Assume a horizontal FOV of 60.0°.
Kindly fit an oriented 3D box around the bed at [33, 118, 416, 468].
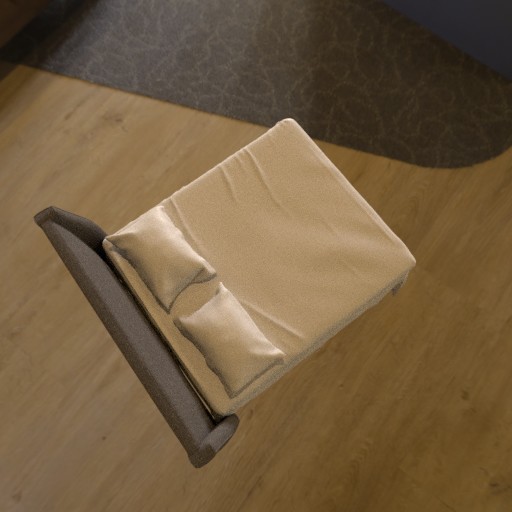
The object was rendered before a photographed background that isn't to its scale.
[{"bbox_3d":[0.000,0.000,3.500,2.276,1.332,1.925,-36,77,-9],"label":"bed"}]
